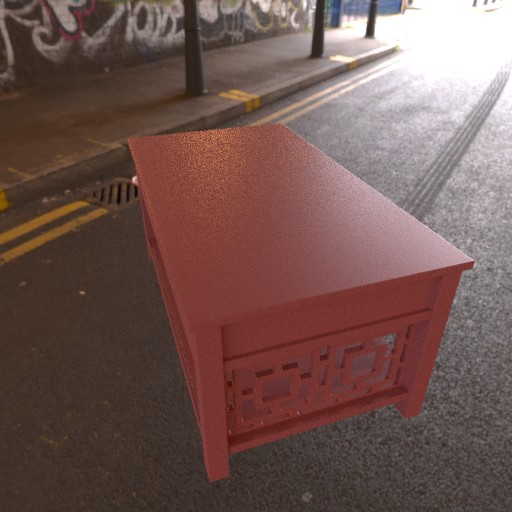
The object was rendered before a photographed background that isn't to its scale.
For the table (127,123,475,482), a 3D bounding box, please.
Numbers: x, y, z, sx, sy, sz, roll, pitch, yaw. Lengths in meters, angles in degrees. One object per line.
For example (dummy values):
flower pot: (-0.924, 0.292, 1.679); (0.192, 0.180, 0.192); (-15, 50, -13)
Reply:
table: (0.000, 0.000, 1.390); (0.612, 0.493, 1.068); (-11, 34, -16)
